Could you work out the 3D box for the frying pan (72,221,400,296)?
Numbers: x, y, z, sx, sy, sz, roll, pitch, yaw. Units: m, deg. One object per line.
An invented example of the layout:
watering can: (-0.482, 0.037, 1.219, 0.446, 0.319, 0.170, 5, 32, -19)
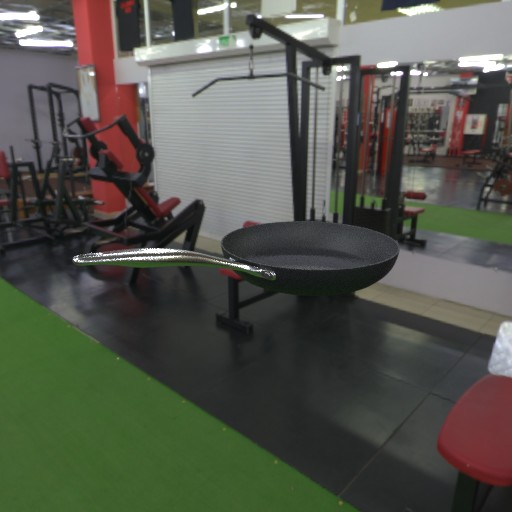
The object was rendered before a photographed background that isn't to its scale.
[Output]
frying pan: (0.000, 0.000, 0.574, 0.255, 0.105, 0.472, 17, 24, 42)
